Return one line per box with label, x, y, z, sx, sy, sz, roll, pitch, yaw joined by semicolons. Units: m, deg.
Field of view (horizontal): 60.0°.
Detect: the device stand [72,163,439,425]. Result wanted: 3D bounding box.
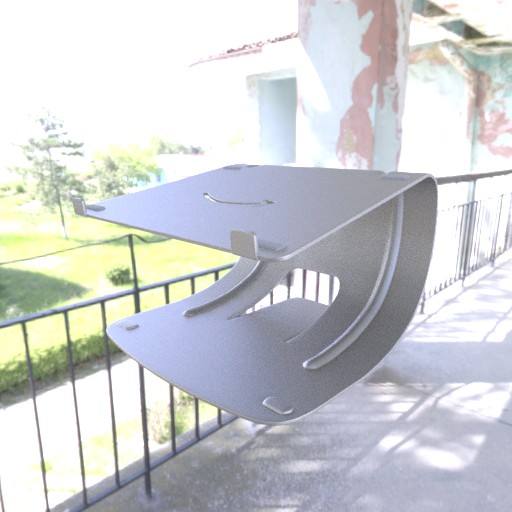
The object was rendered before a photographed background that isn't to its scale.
device stand;0.000;0.000;0.412;0.256;0.155;0.236;14;20;42
